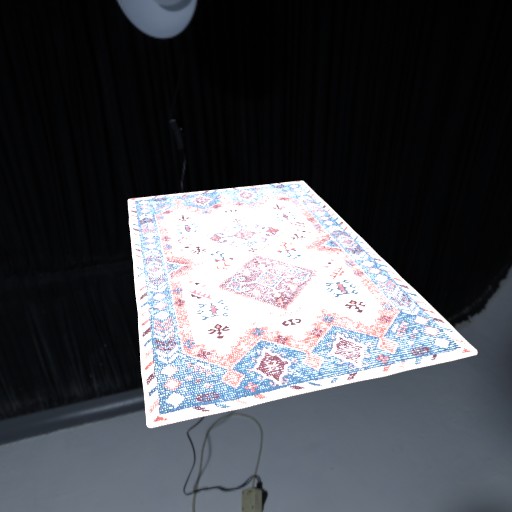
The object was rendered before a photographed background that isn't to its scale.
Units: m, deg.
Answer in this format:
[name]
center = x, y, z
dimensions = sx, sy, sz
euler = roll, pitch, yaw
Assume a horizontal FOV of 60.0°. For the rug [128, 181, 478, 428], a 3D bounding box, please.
[rug]
center = 0.000, 0.000, 2.273
dimensions = 1.225, 0.015, 1.840
euler = -8, 32, -14
